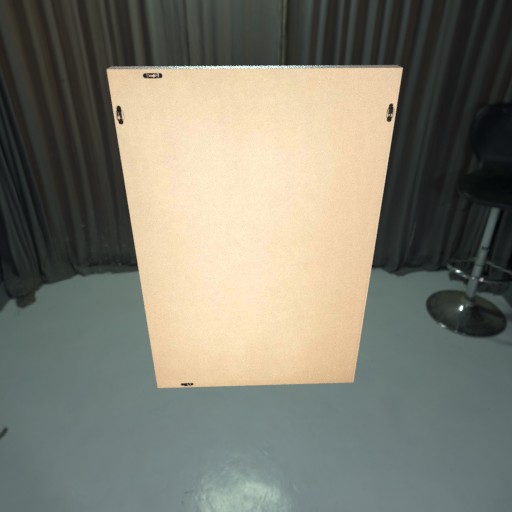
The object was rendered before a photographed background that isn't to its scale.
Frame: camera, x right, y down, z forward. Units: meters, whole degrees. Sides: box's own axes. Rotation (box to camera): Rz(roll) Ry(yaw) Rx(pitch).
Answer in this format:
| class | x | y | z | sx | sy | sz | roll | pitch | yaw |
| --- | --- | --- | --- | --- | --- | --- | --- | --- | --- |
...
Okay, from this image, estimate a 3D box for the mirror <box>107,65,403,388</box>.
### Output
| class | x | y | z | sx | sy | sz | roll | pitch | yaw |
| --- | --- | --- | --- | --- | --- | --- | --- | --- | --- |
| mirror | 0.000 | 0.000 | 1.157 | 0.609 | 0.915 | 0.041 | -1 | 31 | -2 |
